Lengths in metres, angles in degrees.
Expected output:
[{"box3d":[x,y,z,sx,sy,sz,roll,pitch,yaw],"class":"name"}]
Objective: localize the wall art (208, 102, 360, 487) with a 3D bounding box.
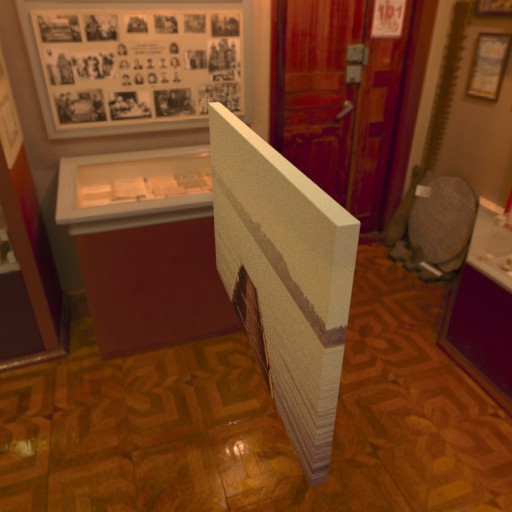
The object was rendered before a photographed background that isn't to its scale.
[{"box3d":[0.000,0.000,1.161,0.037,0.609,0.916,-9,31,-15],"class":"wall art"}]
